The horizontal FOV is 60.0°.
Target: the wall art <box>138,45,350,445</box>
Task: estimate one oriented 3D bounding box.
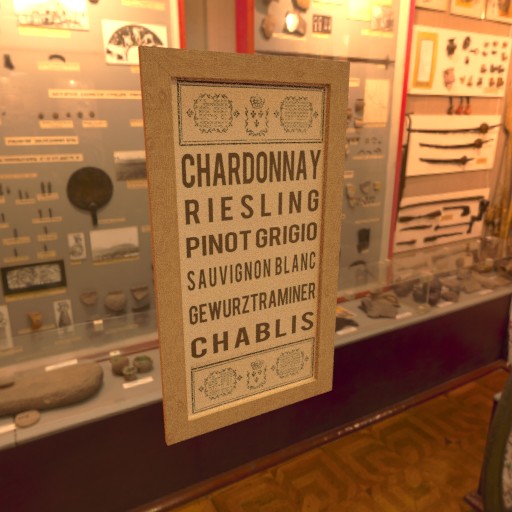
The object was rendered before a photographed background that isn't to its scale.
[{"bbox_3d":[0.000,0.000,0.821,0.381,0.683,0.013,-9,19,-27],"label":"wall art"}]
